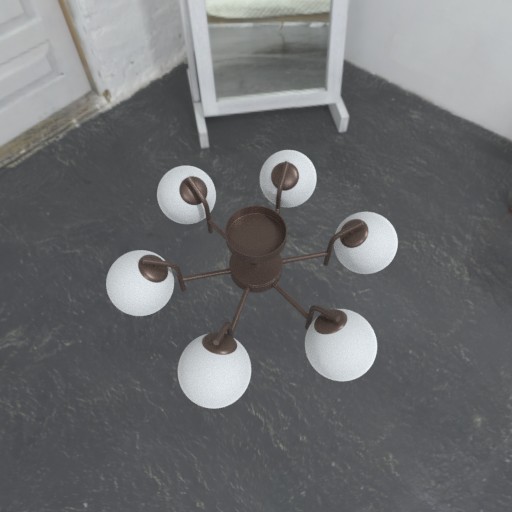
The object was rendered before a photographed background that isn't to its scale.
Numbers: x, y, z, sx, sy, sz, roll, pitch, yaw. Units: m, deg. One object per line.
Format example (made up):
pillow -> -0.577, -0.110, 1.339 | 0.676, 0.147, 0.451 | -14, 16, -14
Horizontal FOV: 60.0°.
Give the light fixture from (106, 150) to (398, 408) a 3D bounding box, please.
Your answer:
light fixture -> 0.000, 0.000, 0.980 | 0.662, 0.201, 0.662 | 0, 59, 0
